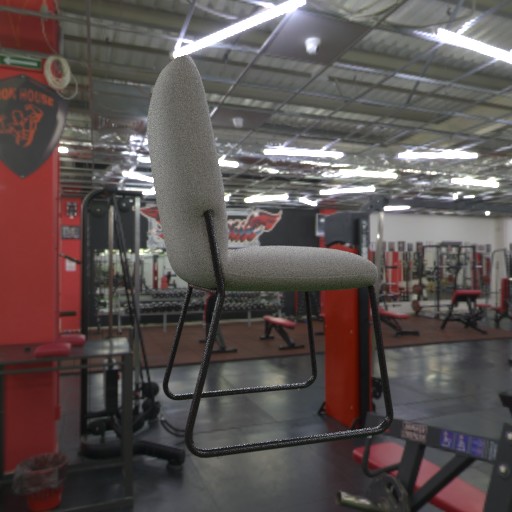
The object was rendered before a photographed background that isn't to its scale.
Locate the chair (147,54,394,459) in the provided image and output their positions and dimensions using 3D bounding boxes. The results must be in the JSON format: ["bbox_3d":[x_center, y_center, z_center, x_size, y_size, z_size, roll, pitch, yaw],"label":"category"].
[{"bbox_3d":[0.000,0.000,1.189,0.560,0.864,0.448,0,-1,-18],"label":"chair"}]
